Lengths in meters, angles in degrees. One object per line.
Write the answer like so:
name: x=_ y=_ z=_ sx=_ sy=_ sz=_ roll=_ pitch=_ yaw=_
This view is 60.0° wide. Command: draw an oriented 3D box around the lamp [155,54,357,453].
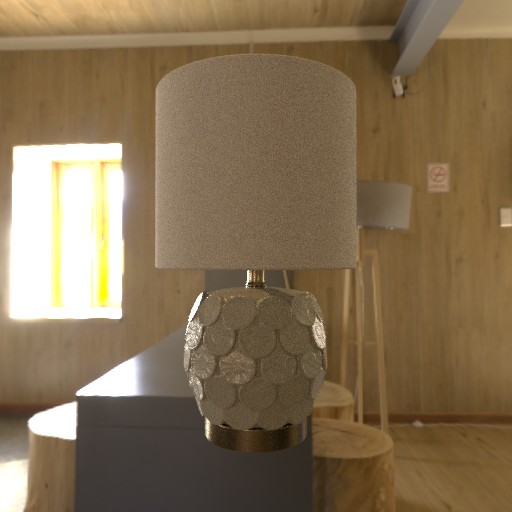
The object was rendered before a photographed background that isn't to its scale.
lamp: x=0.000 y=0.000 z=0.574 sx=0.254 sy=0.452 sz=0.254 roll=0 pitch=-1 yaw=0
